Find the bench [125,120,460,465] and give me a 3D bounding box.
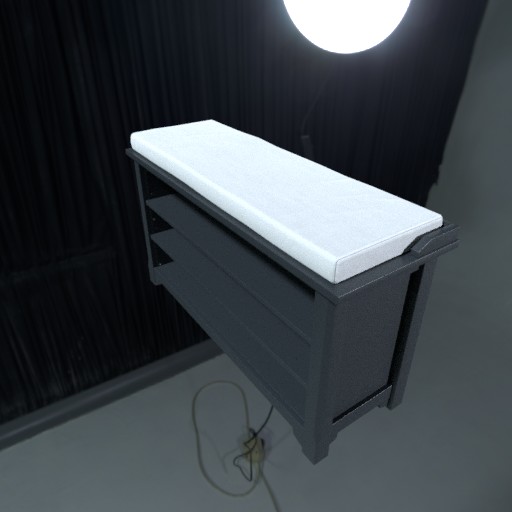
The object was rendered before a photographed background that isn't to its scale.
[{"bbox_3d":[0.000,0.000,1.283,0.345,0.561,0.973,-20,37,-29],"label":"bench"}]
